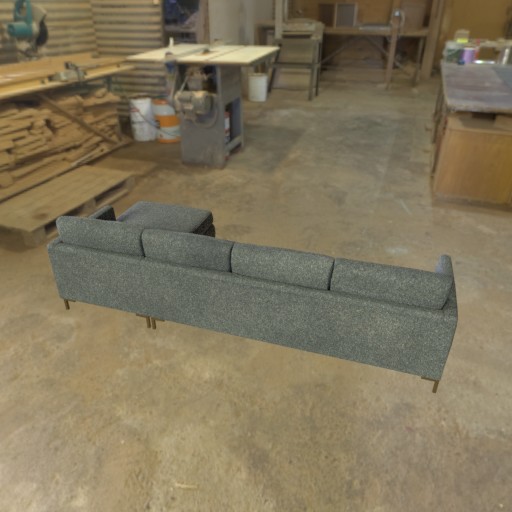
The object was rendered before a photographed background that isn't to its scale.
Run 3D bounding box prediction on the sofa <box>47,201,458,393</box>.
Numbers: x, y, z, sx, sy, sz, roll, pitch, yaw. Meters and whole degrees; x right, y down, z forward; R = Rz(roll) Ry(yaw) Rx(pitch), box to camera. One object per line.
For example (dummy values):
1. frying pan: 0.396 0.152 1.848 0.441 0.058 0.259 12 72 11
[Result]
1. sofa: 0.000 0.000 3.567 2.932 0.810 1.350 9 31 16
